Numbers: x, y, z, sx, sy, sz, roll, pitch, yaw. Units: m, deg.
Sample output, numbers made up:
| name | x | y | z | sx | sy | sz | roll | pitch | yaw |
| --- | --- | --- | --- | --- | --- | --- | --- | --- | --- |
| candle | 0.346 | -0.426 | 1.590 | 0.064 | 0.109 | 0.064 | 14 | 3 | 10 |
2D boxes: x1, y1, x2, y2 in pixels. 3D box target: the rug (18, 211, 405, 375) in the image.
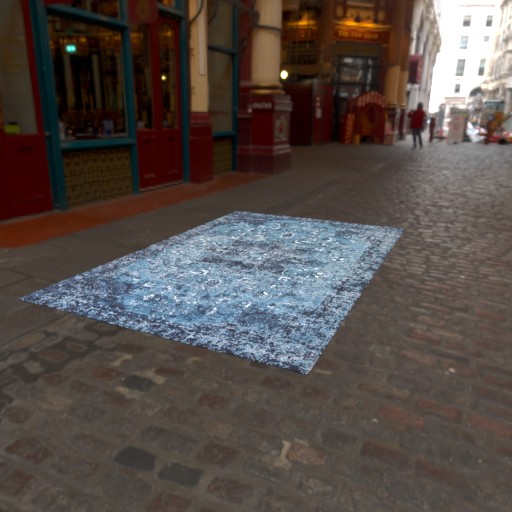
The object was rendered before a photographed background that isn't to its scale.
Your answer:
| name | x | y | z | sx | sy | sz | roll | pitch | yaw |
| --- | --- | --- | --- | --- | --- | --- | --- | --- | --- |
| rug | 0.000 | 0.000 | 2.289 | 1.219 | 0.005 | 1.828 | 9 | 20 | 25 |
